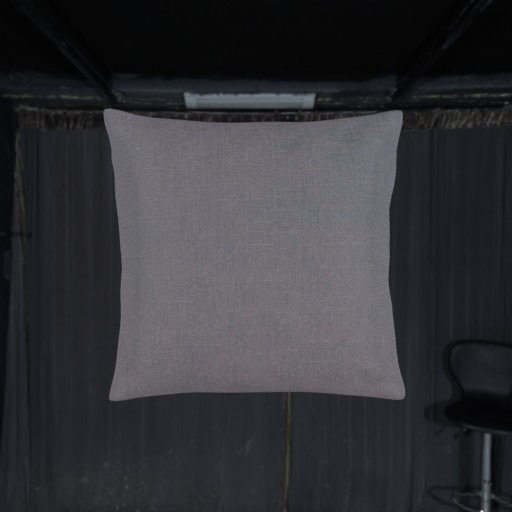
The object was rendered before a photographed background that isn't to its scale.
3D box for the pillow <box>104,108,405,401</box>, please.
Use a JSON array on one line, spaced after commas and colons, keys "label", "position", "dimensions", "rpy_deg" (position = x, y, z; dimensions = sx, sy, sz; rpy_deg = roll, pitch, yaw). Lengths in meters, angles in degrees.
[{"label": "pillow", "position": [0.000, 0.000, 0.772], "dimensions": [0.523, 0.506, 0.166], "rpy_deg": [0, 0, -1]}]
